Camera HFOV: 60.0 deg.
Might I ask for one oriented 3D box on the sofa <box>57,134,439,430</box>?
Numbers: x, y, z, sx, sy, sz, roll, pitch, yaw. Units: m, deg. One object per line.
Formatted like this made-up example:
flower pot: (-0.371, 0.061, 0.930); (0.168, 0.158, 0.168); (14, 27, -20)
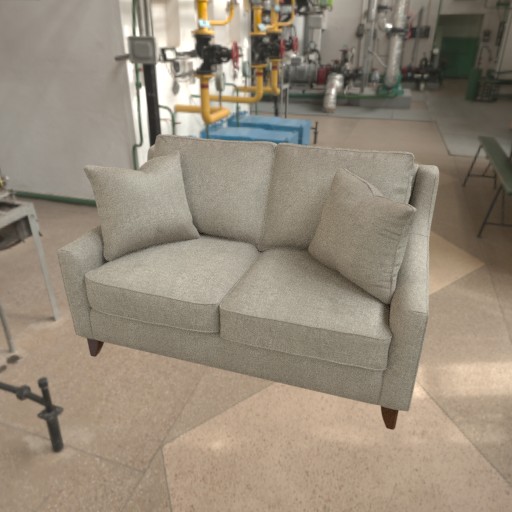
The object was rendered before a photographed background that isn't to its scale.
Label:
sofa: (0.000, 0.000, 1.936); (1.422, 0.863, 0.915); (9, 28, 16)
